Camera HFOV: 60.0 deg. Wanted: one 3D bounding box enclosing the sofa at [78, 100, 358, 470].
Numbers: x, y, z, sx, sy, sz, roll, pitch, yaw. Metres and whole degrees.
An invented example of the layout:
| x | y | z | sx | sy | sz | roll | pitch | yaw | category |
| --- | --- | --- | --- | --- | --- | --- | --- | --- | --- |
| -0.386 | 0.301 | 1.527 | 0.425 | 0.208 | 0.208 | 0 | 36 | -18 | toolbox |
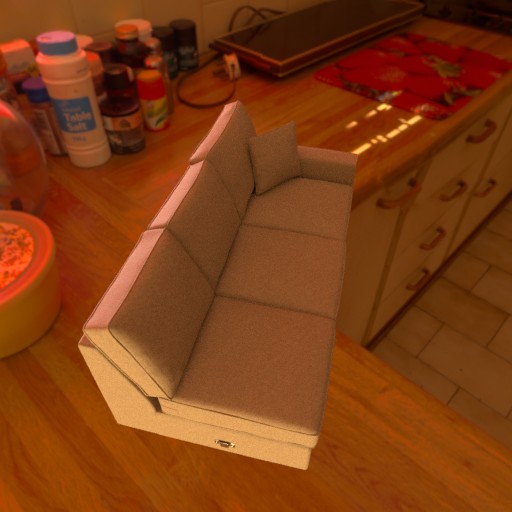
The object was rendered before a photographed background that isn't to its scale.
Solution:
| x | y | z | sx | sy | sz | roll | pitch | yaw | category |
| --- | --- | --- | --- | --- | --- | --- | --- | --- | --- |
| 0.000 | 0.000 | 2.569 | 1.034 | 0.946 | 1.963 | 10 | 45 | 10 | sofa |
